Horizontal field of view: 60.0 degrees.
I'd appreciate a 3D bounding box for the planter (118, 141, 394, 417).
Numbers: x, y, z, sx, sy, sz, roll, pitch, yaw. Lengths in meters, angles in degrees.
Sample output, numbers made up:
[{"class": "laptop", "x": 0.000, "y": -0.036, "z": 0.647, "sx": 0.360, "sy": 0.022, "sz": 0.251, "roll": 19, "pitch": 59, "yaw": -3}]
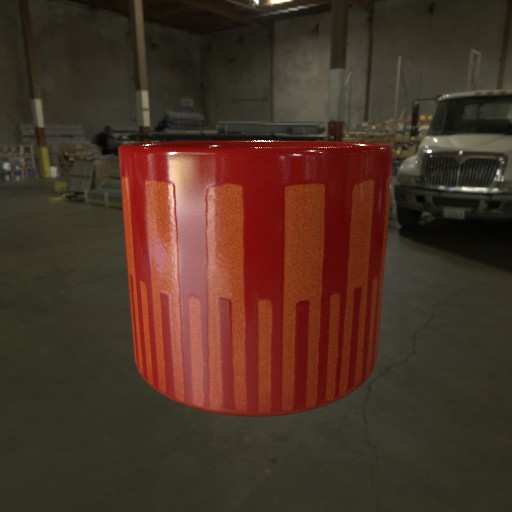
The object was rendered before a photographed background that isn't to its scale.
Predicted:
[{"class": "planter", "x": 0.000, "y": 0.000, "z": 0.410, "sx": 0.230, "sy": 0.202, "sz": 0.230, "roll": 0, "pitch": 16, "yaw": 0}]
